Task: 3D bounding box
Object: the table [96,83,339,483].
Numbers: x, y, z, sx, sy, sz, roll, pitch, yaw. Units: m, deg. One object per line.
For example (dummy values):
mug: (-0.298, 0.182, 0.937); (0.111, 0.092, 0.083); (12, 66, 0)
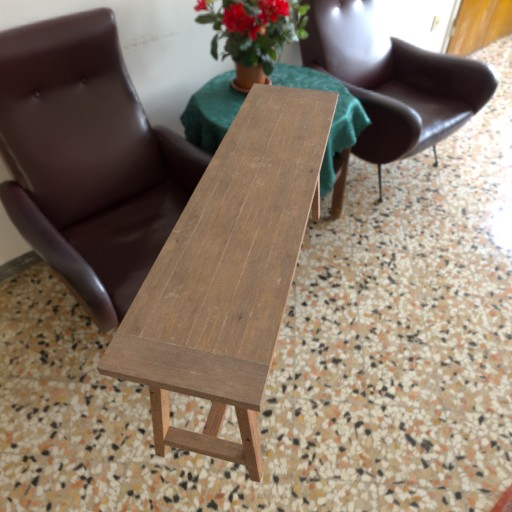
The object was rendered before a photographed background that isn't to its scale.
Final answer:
table: (0.000, 0.000, 2.081); (0.465, 0.810, 1.800); (10, 47, 10)
